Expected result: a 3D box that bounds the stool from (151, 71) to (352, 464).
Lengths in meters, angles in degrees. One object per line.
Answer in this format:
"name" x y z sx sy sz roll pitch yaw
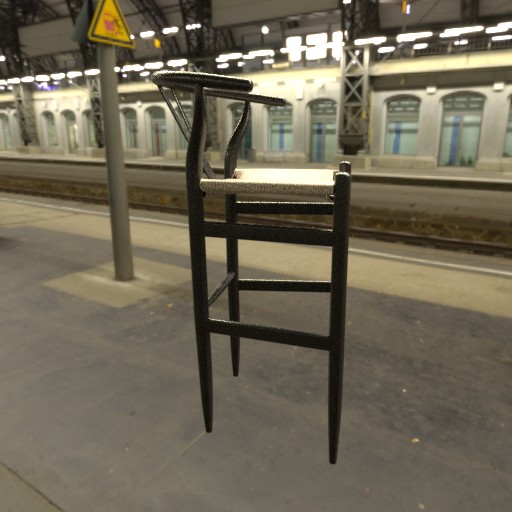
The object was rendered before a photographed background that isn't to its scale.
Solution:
"stool" 0.000 0.000 1.404 0.579 1.072 0.569 3 16 11
